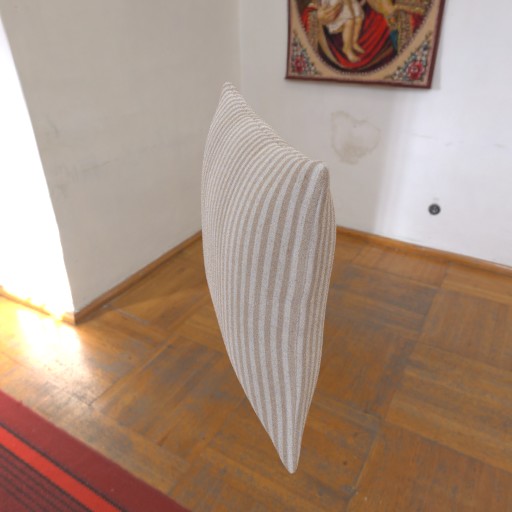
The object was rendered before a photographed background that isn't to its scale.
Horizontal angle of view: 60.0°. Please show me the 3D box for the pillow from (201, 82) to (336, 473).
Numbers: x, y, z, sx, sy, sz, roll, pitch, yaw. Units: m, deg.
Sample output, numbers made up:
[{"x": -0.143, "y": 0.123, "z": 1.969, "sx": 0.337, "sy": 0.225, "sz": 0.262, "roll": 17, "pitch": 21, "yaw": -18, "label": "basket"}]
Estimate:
[{"x": 0.000, "y": 0.000, "z": 0.791, "sx": 0.166, "sy": 0.510, "sz": 0.523, "roll": -7, "pitch": 32, "yaw": -12, "label": "pillow"}]
